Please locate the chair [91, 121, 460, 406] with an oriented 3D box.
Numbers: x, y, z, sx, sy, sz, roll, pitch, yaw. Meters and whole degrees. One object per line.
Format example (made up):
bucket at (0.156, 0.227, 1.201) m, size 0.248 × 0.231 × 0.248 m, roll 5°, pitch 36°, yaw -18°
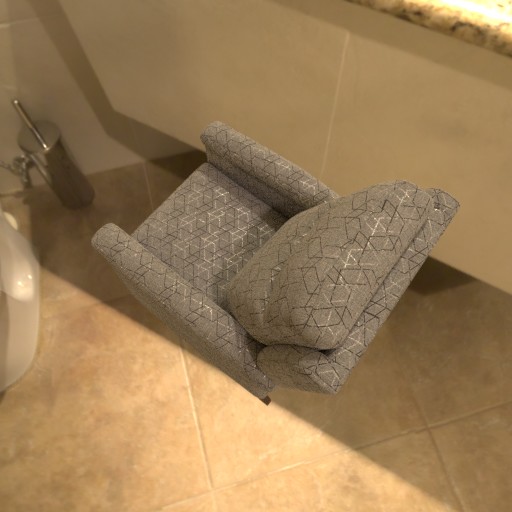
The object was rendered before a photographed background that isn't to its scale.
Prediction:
chair at (0.000, 0.000, 1.674) m, size 0.987 × 1.048 × 0.753 m, roll 35°, pitch 69°, yaw 15°
